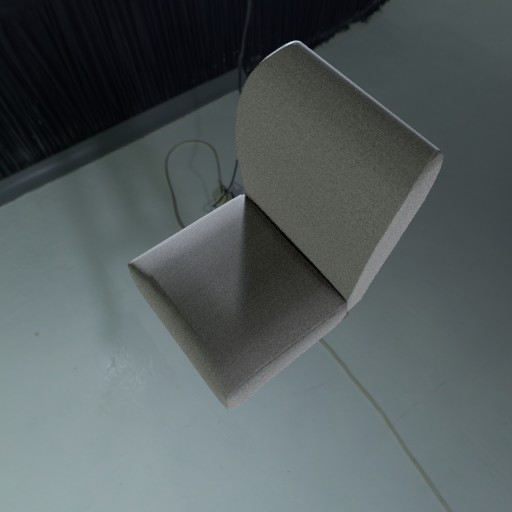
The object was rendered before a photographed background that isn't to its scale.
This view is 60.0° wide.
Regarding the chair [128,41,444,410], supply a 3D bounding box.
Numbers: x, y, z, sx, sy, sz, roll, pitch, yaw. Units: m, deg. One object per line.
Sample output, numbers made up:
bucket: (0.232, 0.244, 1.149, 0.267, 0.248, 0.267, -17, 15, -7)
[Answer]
chair: (0.000, 0.000, 1.195, 0.592, 0.804, 0.513, -36, 67, -18)
